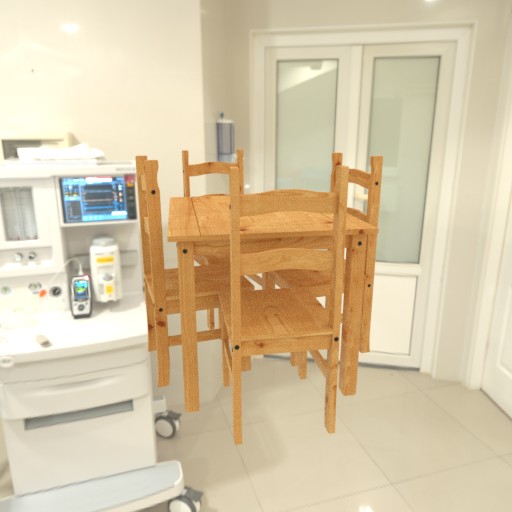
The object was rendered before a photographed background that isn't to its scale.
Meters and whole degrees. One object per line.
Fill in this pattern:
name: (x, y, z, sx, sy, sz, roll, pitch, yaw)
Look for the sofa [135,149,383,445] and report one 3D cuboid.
sofa: (0.000, 0.000, 2.253, 1.144, 1.000, 1.529, -3, 16, -10)
